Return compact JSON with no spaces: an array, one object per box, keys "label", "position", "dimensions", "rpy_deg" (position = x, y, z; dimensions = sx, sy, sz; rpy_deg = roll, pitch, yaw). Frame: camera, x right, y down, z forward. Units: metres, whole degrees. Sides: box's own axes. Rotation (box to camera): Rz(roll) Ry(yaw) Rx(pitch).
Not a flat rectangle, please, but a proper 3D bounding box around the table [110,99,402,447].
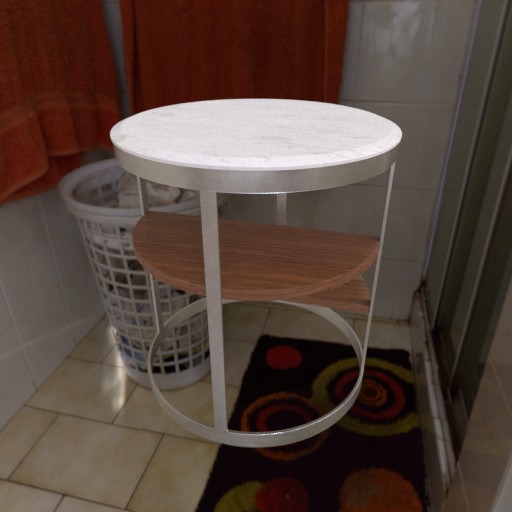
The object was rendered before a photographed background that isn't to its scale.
[{"label":"table","position":[0.000,0.000,0.747],"dimensions":[0.407,0.447,0.407],"rpy_deg":[0,29,0]}]
